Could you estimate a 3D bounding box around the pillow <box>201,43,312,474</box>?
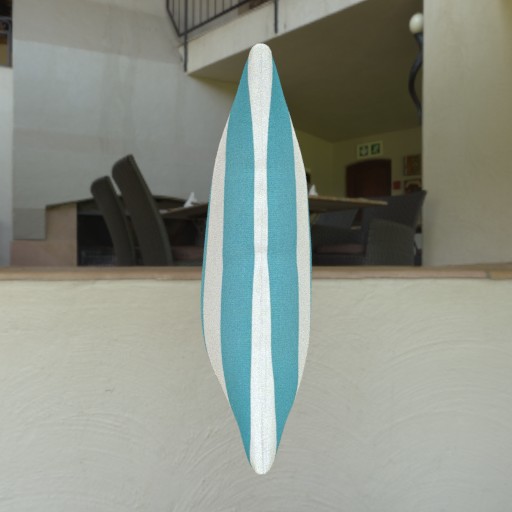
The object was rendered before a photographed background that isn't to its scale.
[{"bbox_3d":[0.000,0.000,0.794,0.189,0.526,0.536,0,0,-1],"label":"pillow"}]
